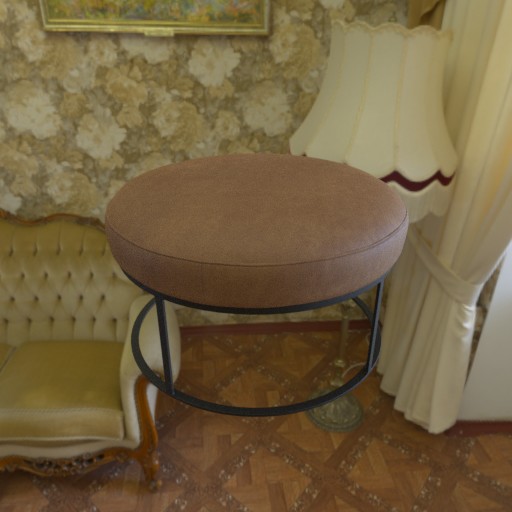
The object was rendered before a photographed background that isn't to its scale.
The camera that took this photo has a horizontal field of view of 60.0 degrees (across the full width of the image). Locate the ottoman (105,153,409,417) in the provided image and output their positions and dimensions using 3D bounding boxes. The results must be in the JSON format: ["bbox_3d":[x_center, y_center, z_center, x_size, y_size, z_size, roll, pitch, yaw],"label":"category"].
[{"bbox_3d":[0.000,0.000,1.244,0.771,0.460,0.771,0,26,0],"label":"ottoman"}]
